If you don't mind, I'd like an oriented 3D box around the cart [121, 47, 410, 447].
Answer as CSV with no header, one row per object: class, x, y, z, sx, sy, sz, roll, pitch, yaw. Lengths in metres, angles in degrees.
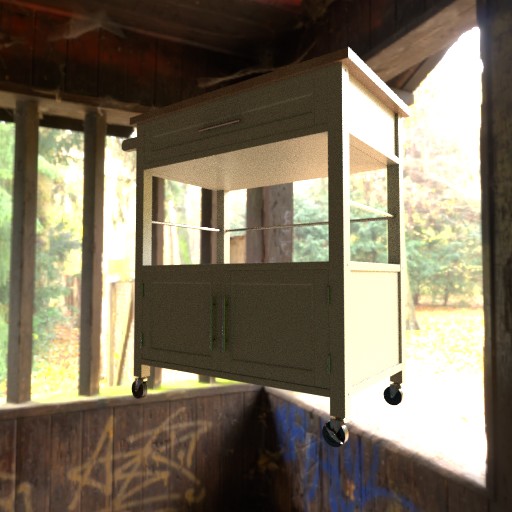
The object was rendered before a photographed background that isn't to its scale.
cart,0.000,0.000,1.404,0.840,0.901,0.459,-2,-3,36
